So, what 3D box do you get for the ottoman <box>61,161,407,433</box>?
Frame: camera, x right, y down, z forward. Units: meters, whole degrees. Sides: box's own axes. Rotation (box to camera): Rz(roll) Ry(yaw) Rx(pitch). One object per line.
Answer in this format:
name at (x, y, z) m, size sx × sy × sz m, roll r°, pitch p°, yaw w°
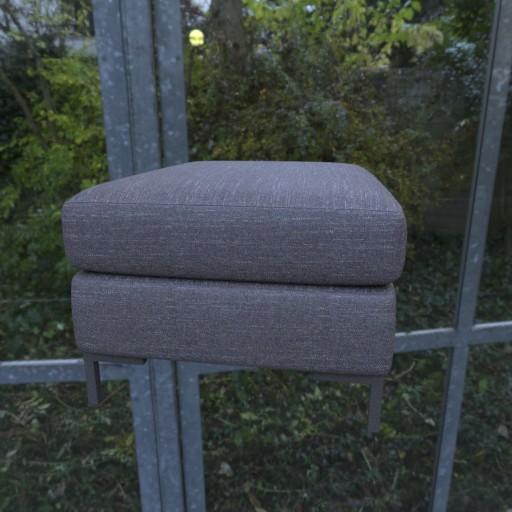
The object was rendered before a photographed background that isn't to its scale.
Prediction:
ottoman at (0.000, 0.000, 1.223) m, size 0.671 × 0.490 × 0.820 m, roll 2°, pitch 16°, yaw 9°
